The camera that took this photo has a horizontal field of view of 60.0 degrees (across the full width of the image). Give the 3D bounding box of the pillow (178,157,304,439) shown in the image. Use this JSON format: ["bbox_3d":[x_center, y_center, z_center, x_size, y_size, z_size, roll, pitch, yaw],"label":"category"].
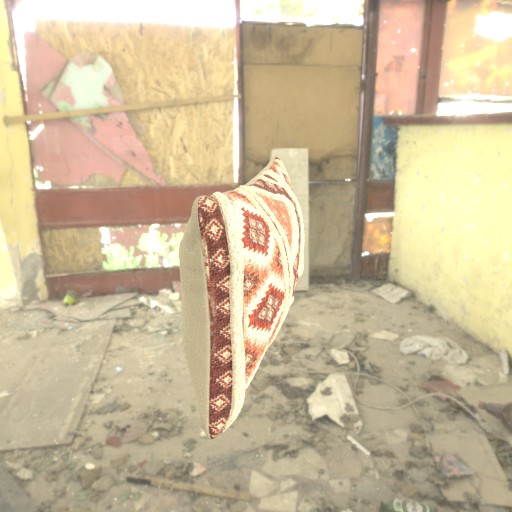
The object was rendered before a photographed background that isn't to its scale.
[{"bbox_3d":[0.000,0.000,0.748,0.161,0.295,0.608,3,16,9],"label":"pillow"}]
